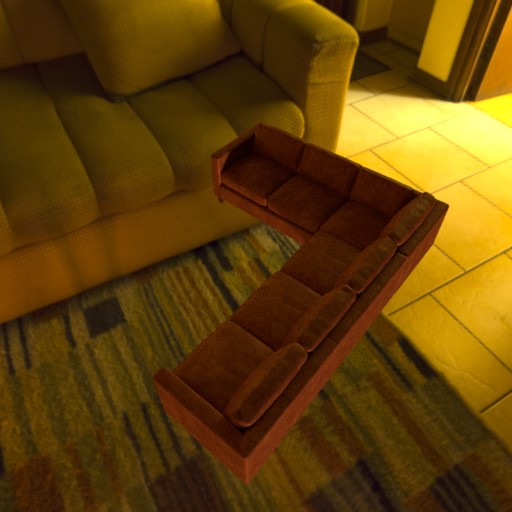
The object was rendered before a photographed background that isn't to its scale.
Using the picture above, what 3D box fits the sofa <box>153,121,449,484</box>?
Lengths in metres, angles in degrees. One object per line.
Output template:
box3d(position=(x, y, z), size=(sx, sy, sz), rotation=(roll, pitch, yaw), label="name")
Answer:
box3d(position=(0.000, 0.000, 4.336), size=(2.438, 0.838, 3.150), rotation=(32, 55, 25), label="sofa")
